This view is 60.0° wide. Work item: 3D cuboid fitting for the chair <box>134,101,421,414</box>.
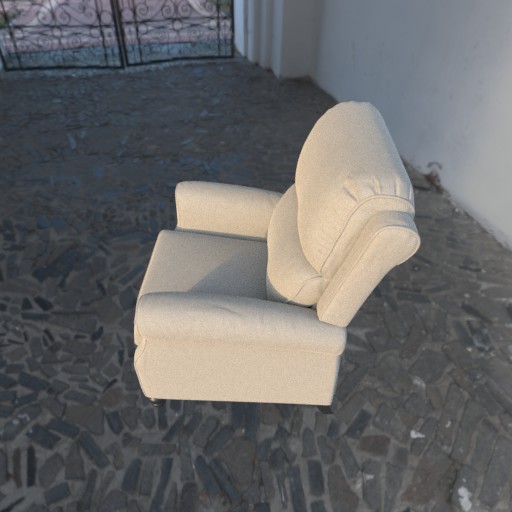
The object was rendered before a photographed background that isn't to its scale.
[{"bbox_3d":[0.000,0.000,1.744,0.919,1.046,0.859,1,40,2],"label":"chair"}]
